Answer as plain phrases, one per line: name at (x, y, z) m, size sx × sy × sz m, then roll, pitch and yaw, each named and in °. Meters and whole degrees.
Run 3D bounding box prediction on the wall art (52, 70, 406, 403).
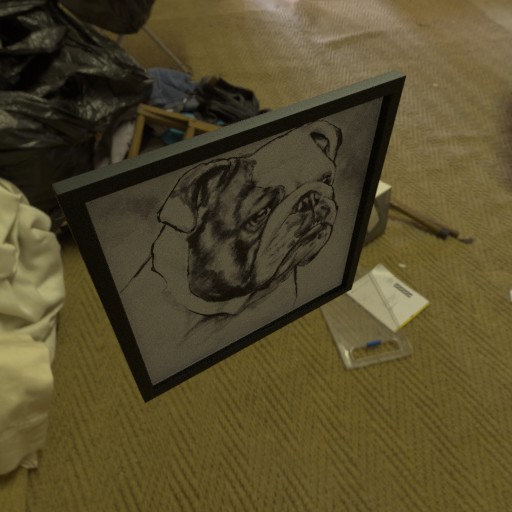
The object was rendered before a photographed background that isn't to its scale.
wall art at (0.000, 0.000, 0.670) m, size 0.456 × 0.453 × 0.022 m, roll -25°, pitch 52°, yaw -21°
